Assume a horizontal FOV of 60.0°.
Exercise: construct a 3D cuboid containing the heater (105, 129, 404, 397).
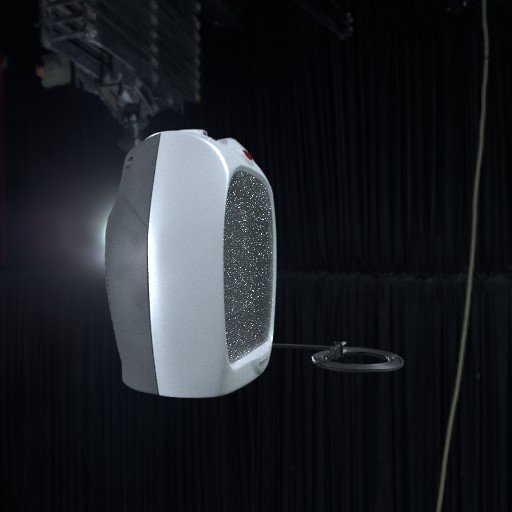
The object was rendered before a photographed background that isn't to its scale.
[{"bbox_3d":[0.000,0.000,0.459,0.291,0.240,0.239,0,1,19],"label":"heater"}]
